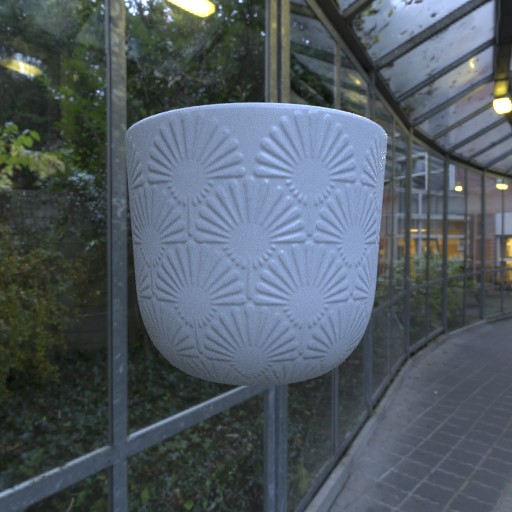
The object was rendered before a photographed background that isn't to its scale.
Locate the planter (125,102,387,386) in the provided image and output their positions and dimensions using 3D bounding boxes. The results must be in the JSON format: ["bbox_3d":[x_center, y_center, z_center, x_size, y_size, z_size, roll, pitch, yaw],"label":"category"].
[{"bbox_3d":[0.000,0.000,0.299,0.170,0.152,0.170,0,1,0],"label":"planter"}]
